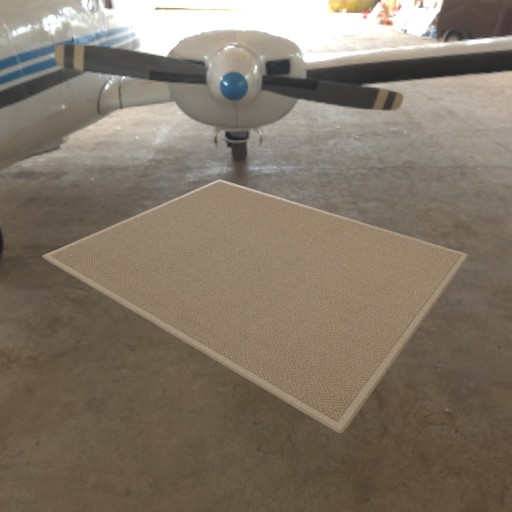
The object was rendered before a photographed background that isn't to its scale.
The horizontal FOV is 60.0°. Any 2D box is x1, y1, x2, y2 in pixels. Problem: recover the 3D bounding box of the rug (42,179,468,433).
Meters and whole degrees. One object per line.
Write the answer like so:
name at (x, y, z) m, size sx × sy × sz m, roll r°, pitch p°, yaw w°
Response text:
rug at (0.000, 0.000, 4.024) m, size 3.051 × 0.020 × 2.407 m, roll 22°, pitch 37°, yaw 32°
